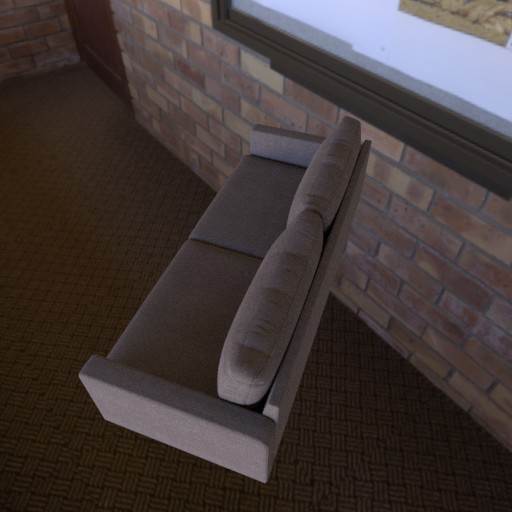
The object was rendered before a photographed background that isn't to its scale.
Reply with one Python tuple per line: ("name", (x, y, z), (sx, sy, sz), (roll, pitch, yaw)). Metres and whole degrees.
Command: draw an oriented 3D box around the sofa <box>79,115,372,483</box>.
("sofa", (0.000, 0.000, 2.538), (0.880, 0.880, 2.100), (15, 49, 14))
